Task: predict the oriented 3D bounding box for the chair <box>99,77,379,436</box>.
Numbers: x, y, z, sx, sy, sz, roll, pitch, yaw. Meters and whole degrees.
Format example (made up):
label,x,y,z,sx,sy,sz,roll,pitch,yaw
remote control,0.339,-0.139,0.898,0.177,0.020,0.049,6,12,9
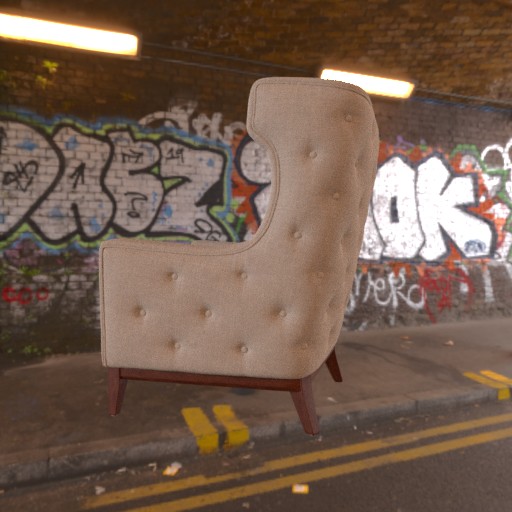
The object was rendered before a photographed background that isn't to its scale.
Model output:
label,x,y,z,sx,sy,sz,roll,pitch,yaw
chair,0.000,0.000,1.695,0.899,1.079,0.778,0,1,18
